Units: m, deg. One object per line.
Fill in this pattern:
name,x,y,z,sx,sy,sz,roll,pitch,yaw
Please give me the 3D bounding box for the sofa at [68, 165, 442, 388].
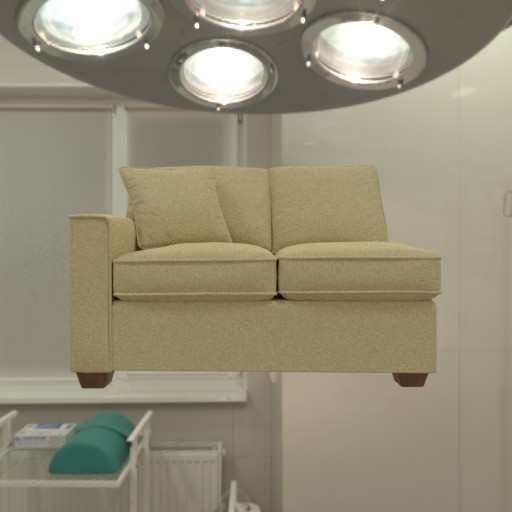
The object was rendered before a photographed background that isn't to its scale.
sofa,0.000,0.000,2.087,1.388,0.989,0.991,0,0,-1
